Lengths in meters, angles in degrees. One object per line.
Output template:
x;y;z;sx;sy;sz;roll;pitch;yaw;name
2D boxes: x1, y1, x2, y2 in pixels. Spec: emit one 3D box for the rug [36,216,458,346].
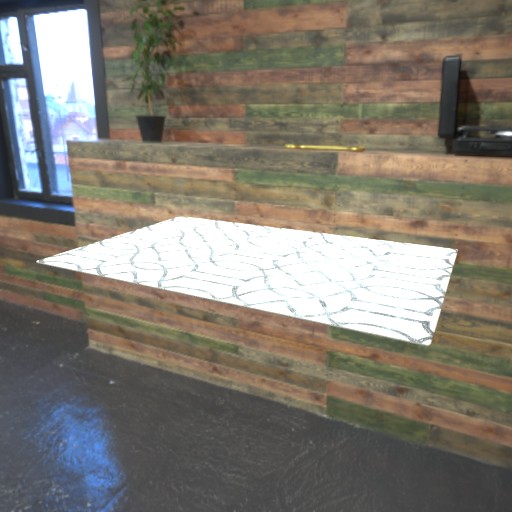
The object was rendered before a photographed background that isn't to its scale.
0.000;0.000;2.939;2.365;0.017;1.521;9;19;26;rug
